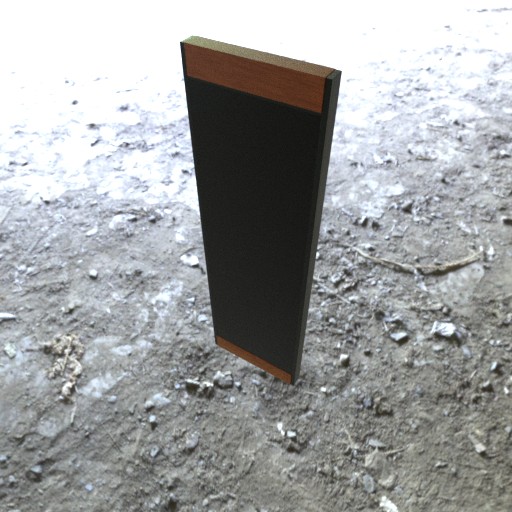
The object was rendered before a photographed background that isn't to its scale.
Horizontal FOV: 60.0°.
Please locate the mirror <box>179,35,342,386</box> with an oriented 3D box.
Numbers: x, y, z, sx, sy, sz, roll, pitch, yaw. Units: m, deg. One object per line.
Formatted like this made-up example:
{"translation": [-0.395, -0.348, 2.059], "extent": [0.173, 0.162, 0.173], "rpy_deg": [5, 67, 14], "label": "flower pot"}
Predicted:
{"translation": [0.000, 0.000, 1.264], "extent": [0.343, 1.123, 0.047], "rpy_deg": [24, 50, 21], "label": "mirror"}
